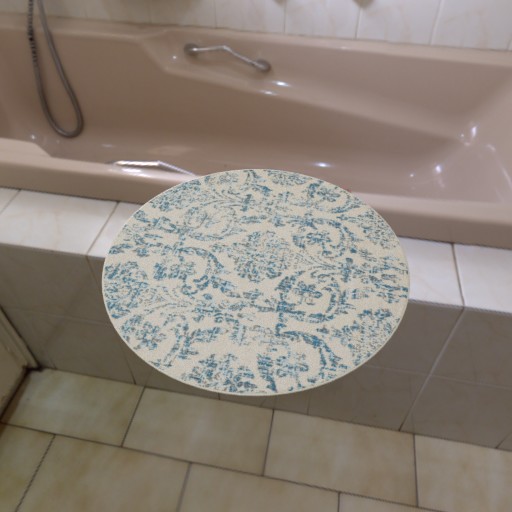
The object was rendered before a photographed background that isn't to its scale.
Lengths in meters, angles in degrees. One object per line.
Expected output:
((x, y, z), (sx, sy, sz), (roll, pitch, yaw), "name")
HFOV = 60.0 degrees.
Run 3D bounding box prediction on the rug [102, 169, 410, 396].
((0.000, 0.000, 2.356), (1.593, 0.012, 1.593), (0, 46, 0), "rug")
